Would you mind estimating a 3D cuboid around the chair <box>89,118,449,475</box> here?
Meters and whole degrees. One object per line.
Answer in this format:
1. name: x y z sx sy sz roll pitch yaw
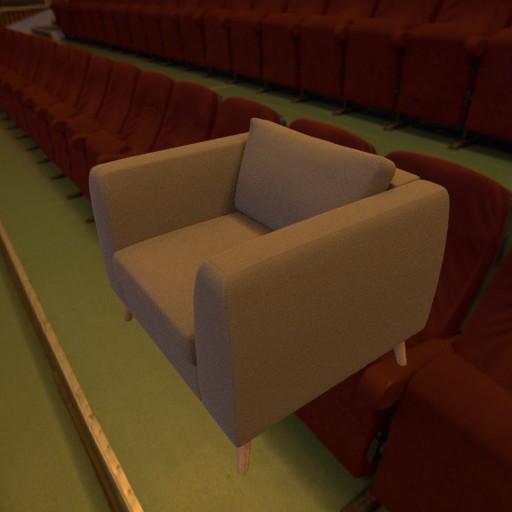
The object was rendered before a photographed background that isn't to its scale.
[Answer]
1. chair: 0.000 0.000 1.700 0.930 0.860 1.000 -21 37 -30
